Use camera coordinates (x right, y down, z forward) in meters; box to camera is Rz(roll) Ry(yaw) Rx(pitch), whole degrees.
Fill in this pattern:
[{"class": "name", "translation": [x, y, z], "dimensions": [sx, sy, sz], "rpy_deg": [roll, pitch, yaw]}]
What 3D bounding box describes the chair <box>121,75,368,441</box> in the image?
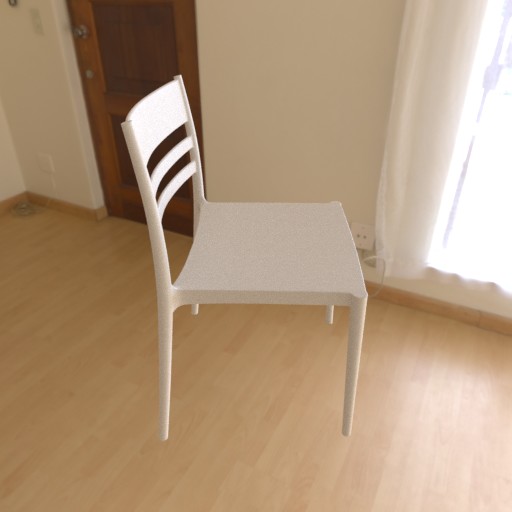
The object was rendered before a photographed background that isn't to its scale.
[{"class": "chair", "translation": [0.000, 0.000, 1.143], "dimensions": [0.511, 0.800, 0.531], "rpy_deg": [1, 31, 2]}]
